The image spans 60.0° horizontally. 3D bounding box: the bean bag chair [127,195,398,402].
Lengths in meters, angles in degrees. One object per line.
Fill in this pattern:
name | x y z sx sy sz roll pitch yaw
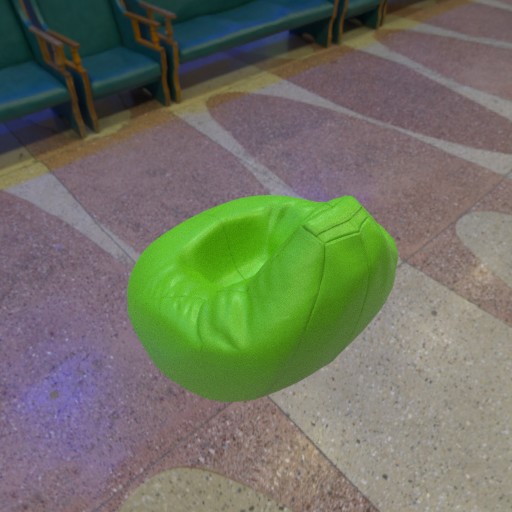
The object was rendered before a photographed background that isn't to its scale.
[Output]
bean bag chair | 0.000 0.000 1.834 1.070 0.990 1.070 -30 53 -26
